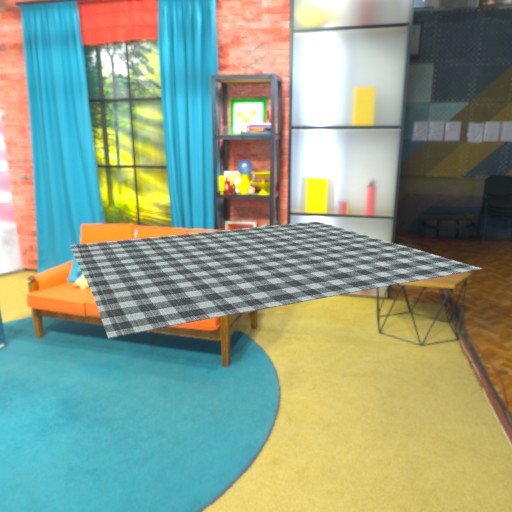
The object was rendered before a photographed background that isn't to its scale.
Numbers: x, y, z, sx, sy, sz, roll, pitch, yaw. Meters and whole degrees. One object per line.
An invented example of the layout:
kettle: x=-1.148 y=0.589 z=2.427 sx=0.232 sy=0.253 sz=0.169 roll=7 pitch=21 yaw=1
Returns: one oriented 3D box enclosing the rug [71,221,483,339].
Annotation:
rug: x=0.000 y=0.000 z=4.104 sx=3.021 sy=0.013 sz=2.432 roll=-7 pitch=17 yaw=-25
